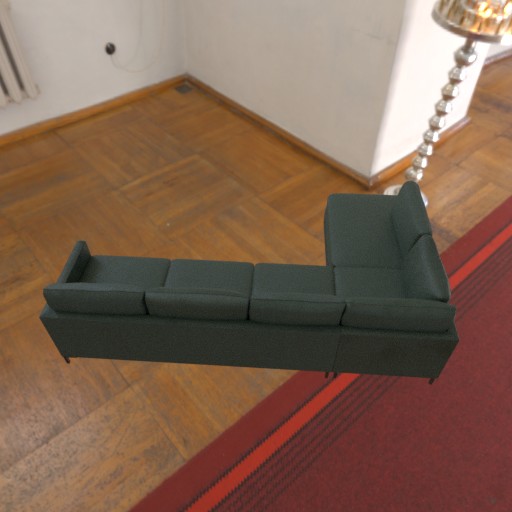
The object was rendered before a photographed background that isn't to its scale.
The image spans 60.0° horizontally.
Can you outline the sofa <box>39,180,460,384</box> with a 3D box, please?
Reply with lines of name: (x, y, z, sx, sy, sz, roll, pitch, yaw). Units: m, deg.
sofa: (0.000, 0.000, 4.375, 3.384, 0.996, 2.048, 3, 46, 3)
